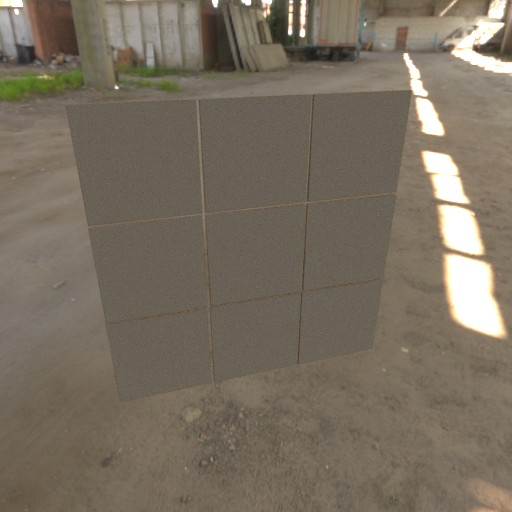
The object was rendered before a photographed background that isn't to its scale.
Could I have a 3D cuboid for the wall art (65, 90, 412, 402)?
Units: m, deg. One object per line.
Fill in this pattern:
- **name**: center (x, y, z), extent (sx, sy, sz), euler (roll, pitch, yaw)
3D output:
- **wall art**: center (0.000, 0.000, 1.344), extent (0.919, 0.917, 0.010), euler (-8, 28, -15)
